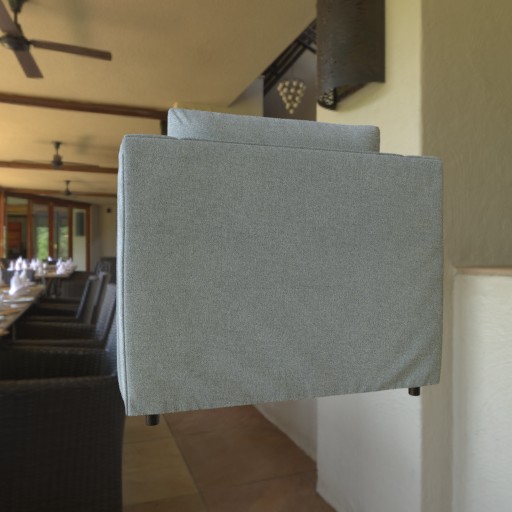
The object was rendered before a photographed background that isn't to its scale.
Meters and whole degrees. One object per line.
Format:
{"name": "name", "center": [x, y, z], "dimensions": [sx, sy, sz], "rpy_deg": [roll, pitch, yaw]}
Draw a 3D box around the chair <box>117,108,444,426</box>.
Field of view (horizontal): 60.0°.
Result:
{"name": "chair", "center": [0.000, 0.000, 1.992], "dimensions": [1.194, 1.059, 1.071], "rpy_deg": [0, 0, -17]}
